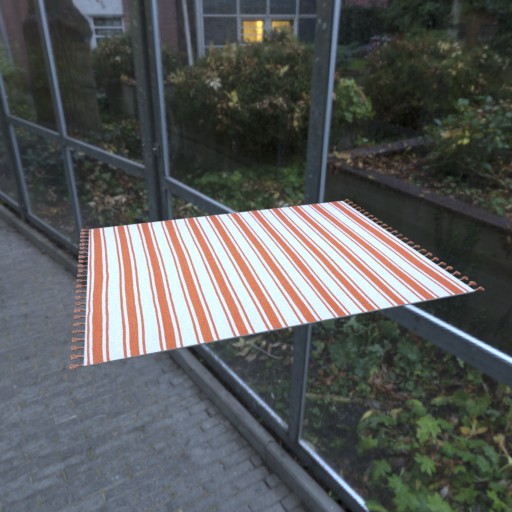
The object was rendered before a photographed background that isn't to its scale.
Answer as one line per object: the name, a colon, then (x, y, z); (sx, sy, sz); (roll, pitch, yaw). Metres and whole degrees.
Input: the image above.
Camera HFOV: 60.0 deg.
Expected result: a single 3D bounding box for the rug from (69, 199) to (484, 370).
rug: (0.000, 0.000, 4.410); (3.369, 0.035, 2.451); (-8, 28, -16)
